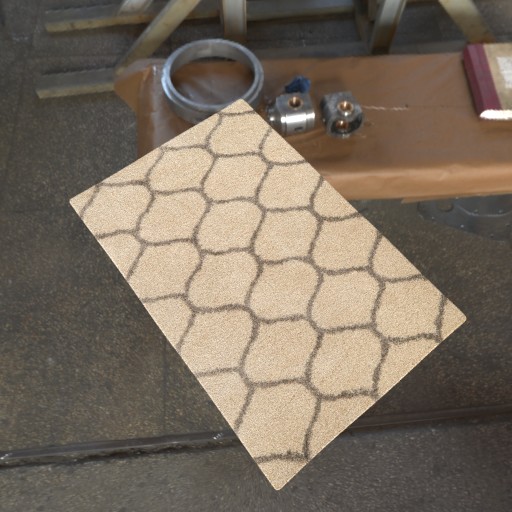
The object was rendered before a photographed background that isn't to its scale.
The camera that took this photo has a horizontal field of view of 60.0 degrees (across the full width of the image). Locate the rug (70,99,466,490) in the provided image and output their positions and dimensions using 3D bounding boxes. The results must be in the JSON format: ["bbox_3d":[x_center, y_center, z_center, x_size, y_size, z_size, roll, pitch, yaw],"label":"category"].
[{"bbox_3d":[0.000,0.000,3.440,1.801,0.026,2.701,-36,70,-15],"label":"rug"}]
